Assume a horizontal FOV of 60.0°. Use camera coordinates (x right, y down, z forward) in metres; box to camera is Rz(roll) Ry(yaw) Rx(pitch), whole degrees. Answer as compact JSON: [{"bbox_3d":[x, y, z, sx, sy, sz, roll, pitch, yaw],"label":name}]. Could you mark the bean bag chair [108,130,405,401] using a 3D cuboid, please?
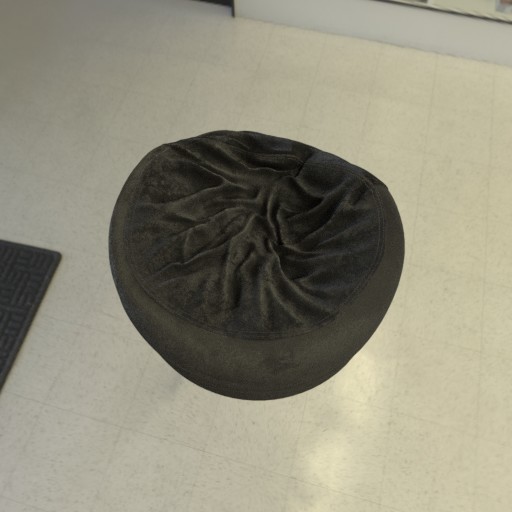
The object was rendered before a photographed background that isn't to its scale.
[{"bbox_3d":[0.000,0.000,1.518,0.918,0.605,0.918,0,64,0],"label":"bean bag chair"}]
